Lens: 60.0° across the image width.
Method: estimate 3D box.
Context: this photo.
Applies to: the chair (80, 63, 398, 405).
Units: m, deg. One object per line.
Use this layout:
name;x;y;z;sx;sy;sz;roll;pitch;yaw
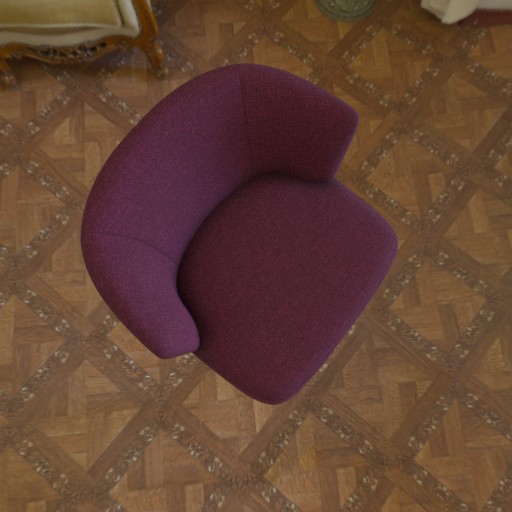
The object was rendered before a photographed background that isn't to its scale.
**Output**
chair;0.000;0.000;1.271;0.660;0.760;0.700;37;79;9
